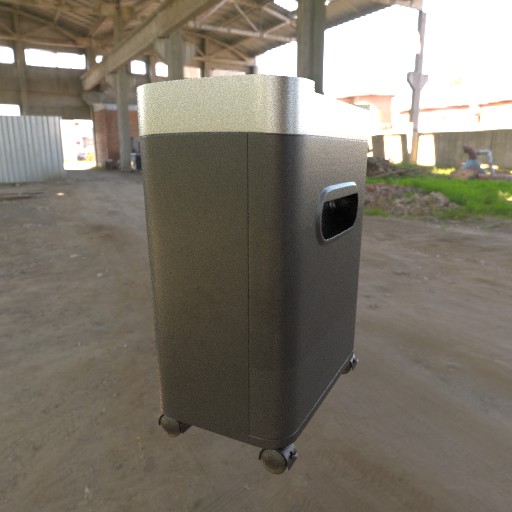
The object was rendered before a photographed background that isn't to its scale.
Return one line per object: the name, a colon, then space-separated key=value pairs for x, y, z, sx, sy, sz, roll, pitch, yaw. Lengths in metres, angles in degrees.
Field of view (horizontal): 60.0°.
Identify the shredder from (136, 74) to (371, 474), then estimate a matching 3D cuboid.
shredder: x=0.000 y=0.000 z=0.610 sx=0.237 sy=0.419 sz=0.311 roll=7 pitch=15 yaw=27
